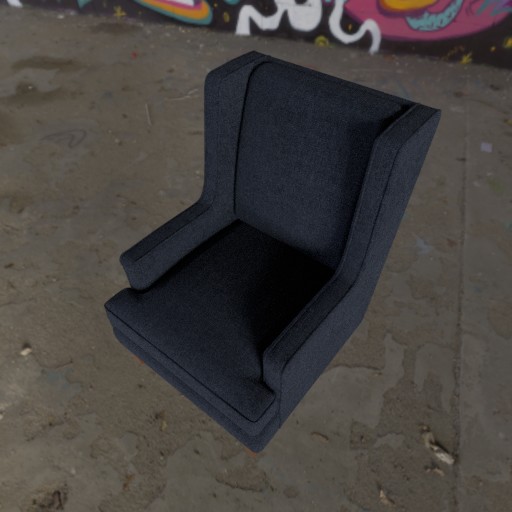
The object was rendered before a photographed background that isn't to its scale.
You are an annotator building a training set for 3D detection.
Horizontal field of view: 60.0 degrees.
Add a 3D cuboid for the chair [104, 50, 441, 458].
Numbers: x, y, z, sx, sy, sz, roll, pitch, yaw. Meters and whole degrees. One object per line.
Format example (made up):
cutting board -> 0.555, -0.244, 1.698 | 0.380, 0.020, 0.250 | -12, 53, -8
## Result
chair -> 0.000, 0.000, 1.672 | 0.764, 1.072, 0.947 | 30, 53, 26
